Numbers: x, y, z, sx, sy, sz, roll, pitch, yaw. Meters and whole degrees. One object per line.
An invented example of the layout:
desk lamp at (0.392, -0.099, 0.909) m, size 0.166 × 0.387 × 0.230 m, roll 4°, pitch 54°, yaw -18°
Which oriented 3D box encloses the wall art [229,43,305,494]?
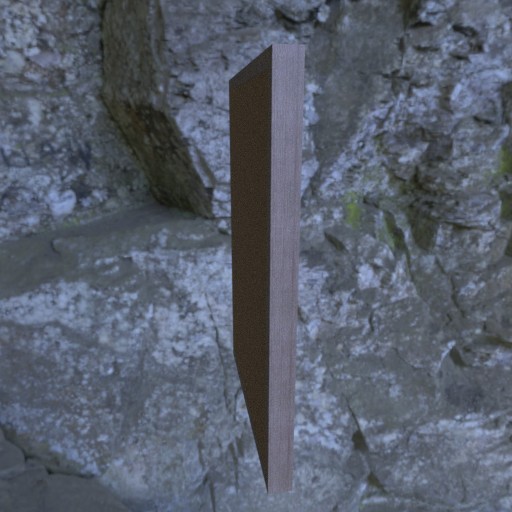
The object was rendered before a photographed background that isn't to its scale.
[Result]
wall art at (0.000, 0.000, 0.646) m, size 0.031 × 0.509 × 0.356 m, roll -3°, pitch 17°, yaw -9°
